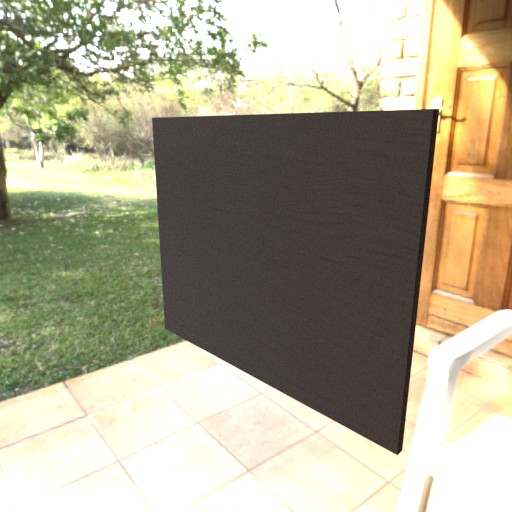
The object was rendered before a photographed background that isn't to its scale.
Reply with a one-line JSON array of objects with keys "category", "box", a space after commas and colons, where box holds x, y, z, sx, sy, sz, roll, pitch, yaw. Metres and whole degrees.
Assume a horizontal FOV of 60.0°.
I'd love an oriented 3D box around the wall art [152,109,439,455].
[{"category": "wall art", "box": [0.000, 0.000, 0.668, 0.013, 0.406, 0.508, -15, 22, -43]}]
